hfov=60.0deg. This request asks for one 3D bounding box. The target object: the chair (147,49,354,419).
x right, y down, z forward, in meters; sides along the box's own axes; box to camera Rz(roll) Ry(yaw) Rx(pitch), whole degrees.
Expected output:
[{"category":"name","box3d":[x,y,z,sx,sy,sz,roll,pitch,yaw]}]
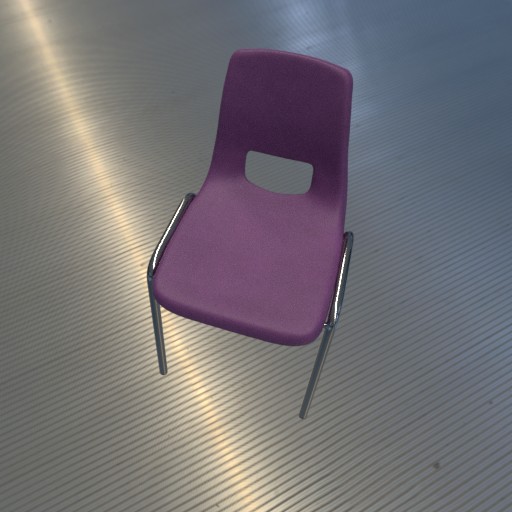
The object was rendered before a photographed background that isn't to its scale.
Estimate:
[{"category":"chair","box3d":[0.000,0.000,0.919,0.381,0.654,0.432,15,60,9]}]
